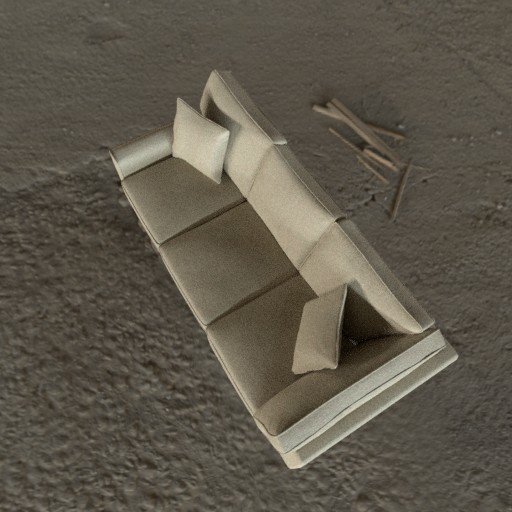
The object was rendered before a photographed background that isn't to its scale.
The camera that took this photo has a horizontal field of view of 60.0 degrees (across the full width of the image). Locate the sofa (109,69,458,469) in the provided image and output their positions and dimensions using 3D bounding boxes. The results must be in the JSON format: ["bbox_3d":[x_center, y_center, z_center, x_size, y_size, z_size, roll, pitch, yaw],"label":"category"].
[{"bbox_3d":[0.000,0.000,2.826,1.061,0.962,2.317,-29,67,-14],"label":"sofa"}]
